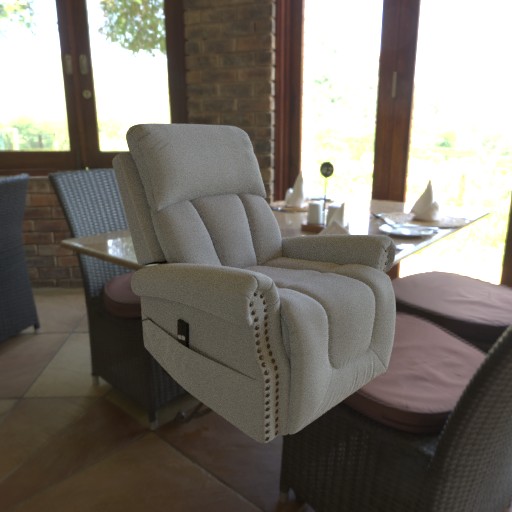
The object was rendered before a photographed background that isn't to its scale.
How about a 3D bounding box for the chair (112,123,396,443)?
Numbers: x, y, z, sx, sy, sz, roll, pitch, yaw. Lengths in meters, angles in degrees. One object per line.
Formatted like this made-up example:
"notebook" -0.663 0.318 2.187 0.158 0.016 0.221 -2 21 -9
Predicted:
"chair" 0.000 0.000 1.772 0.979 1.031 0.871 14 20 43
